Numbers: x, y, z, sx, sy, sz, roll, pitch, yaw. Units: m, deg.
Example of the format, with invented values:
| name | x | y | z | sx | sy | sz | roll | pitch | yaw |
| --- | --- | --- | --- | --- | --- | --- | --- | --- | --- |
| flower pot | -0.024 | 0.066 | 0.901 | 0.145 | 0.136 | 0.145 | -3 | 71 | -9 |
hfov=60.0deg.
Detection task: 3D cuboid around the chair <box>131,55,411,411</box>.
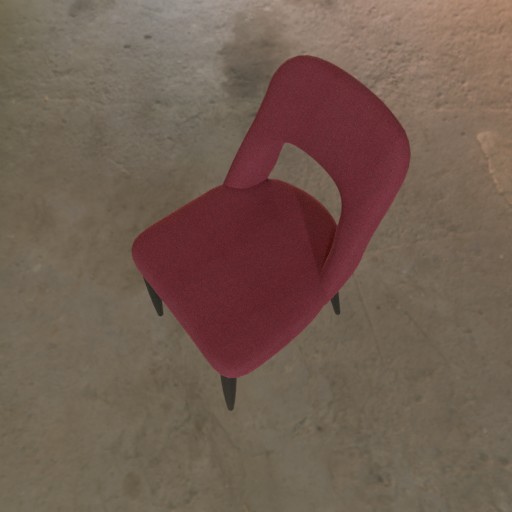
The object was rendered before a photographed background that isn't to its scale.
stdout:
| name | x | y | z | sx | sy | sz | roll | pitch | yaw |
| --- | --- | --- | --- | --- | --- | --- | --- | --- | --- |
| chair | 0.000 | 0.000 | 1.210 | 0.569 | 0.892 | 0.483 | -36 | 69 | -16 |
